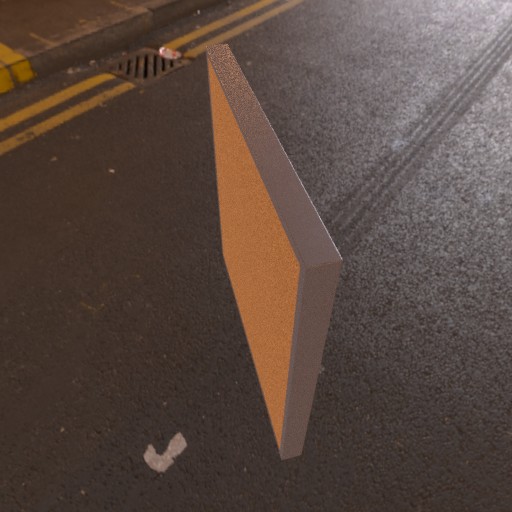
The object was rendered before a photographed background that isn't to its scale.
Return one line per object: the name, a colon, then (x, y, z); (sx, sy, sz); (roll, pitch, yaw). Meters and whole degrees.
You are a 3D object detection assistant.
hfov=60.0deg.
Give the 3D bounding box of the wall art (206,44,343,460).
wall art: (0.000, 0.000, 0.521); (0.028, 0.349, 0.349); (-11, 48, -10)
